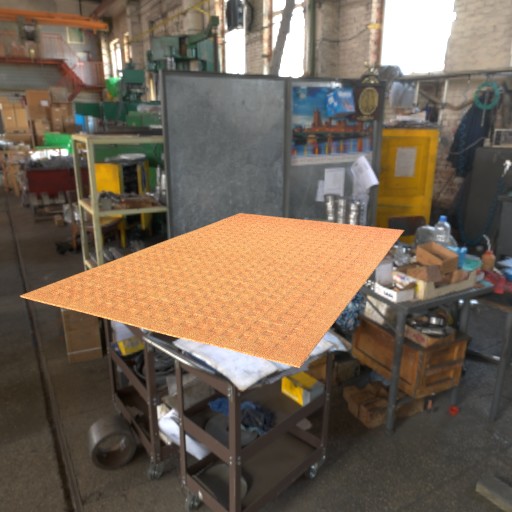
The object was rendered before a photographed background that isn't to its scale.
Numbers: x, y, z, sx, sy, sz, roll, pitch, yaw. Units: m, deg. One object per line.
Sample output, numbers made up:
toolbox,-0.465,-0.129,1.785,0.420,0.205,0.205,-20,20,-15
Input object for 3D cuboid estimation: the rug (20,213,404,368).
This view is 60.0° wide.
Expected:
rug,0.000,0.000,2.197,1.143,0.006,1.747,8,19,25
